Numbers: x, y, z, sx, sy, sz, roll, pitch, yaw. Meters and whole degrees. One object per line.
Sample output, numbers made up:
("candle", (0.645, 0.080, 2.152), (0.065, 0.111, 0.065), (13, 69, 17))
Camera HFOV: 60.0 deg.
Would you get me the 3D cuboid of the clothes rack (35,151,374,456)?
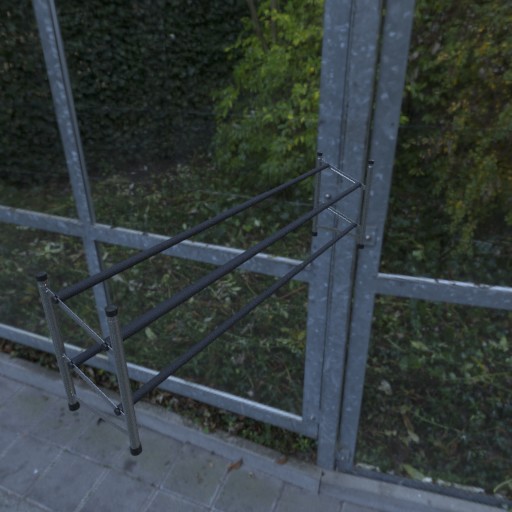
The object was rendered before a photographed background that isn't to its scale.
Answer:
("clothes rack", (0.000, 0.000, 1.290), (0.229, 0.349, 1.168), (18, 32, 31))
